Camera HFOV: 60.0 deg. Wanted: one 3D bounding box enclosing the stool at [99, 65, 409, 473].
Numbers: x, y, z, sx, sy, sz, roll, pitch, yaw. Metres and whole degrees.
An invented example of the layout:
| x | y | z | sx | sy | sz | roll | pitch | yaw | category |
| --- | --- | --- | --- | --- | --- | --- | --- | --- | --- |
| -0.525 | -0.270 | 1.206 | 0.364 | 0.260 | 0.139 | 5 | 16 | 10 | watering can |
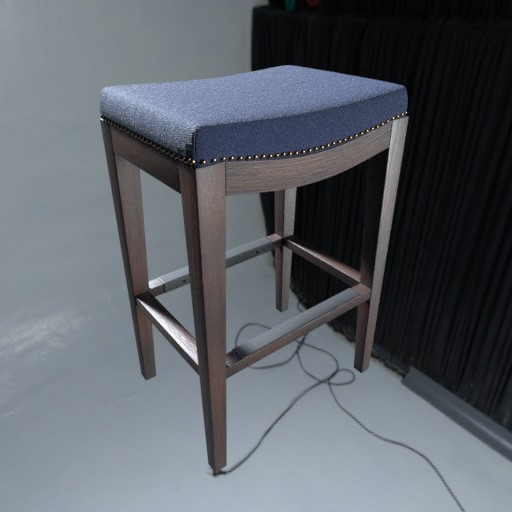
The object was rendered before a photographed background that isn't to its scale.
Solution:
| x | y | z | sx | sy | sz | roll | pitch | yaw | category |
| --- | --- | --- | --- | --- | --- | --- | --- | --- | --- |
| 0.000 | 0.000 | 1.006 | 0.498 | 0.740 | 0.358 | -22 | 37 | -32 | stool |
